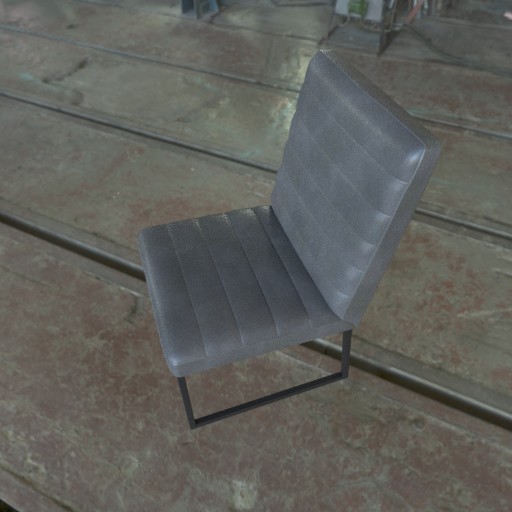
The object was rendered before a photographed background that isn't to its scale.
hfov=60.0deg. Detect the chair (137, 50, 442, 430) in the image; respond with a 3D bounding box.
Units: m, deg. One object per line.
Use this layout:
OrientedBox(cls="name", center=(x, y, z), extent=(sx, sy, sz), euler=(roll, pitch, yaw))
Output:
OrientedBox(cls="chair", center=(0.000, 0.000, 1.285), extent=(0.634, 0.930, 0.520), euler=(-14, 48, -13))
